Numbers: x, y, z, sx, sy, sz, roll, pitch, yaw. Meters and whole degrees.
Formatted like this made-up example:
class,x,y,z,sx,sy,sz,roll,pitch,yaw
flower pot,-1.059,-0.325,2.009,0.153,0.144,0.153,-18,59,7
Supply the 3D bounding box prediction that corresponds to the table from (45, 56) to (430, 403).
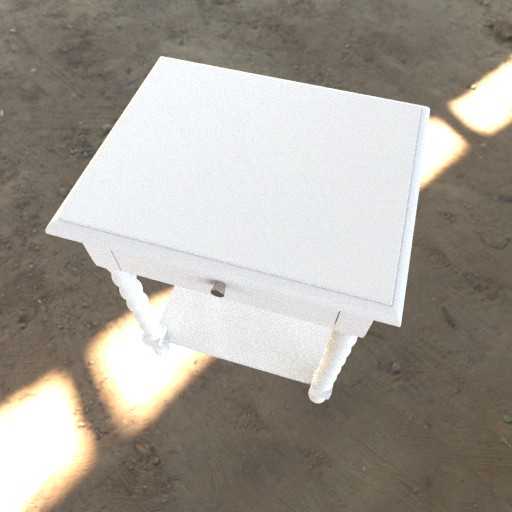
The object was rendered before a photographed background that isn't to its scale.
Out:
class,x,y,z,sx,sy,sz,roll,pitch,yaw
table,0.000,0.000,0.850,0.460,0.531,0.381,14,59,9
